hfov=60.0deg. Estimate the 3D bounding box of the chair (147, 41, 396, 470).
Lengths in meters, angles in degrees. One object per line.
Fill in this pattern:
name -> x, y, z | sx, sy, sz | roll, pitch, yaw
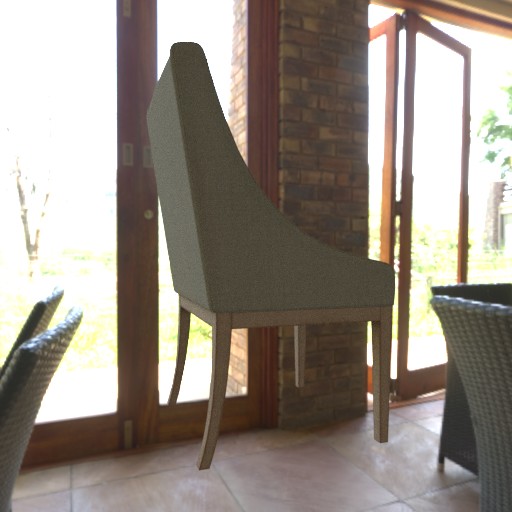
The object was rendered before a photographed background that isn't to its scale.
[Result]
chair -> 0.000, 0.000, 1.373 | 0.611, 1.021, 0.575 | 0, 1, -20
